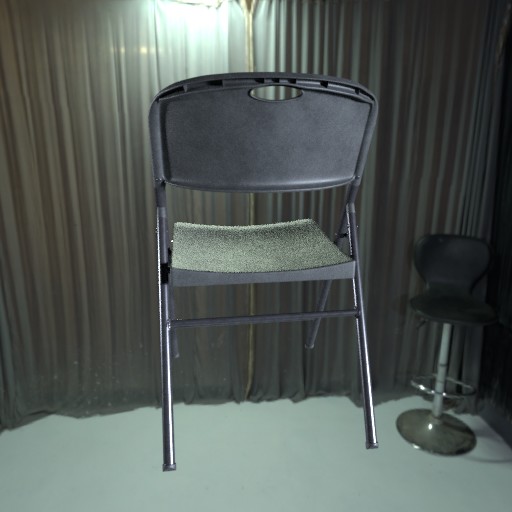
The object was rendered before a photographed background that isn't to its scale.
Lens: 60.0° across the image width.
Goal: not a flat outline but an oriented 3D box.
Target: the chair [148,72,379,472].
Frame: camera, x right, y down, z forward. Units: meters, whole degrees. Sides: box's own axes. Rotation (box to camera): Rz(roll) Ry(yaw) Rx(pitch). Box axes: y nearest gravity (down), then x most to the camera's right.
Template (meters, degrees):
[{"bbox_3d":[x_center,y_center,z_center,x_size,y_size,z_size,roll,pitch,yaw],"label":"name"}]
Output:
[{"bbox_3d":[0.000,0.000,1.146,0.494,0.810,0.566,-2,14,-9],"label":"chair"}]
